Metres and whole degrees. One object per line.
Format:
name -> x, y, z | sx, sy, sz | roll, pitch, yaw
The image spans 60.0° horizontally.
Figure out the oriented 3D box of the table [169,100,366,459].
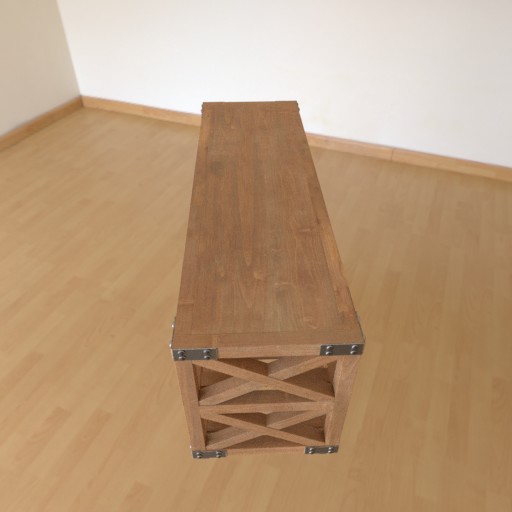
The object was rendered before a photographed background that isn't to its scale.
table -> 0.000, 0.000, 1.821 | 0.467, 0.711, 1.487 | -2, 41, -2
